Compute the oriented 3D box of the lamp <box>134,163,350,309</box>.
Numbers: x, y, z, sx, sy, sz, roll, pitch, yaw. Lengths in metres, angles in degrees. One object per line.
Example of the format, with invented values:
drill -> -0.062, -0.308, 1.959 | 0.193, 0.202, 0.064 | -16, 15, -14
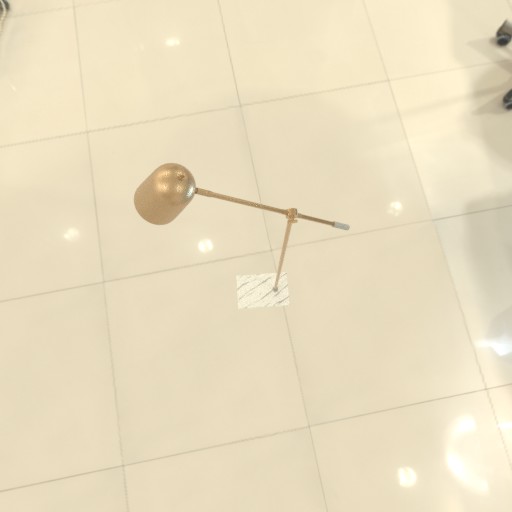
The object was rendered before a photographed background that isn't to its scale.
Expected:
lamp -> 0.000, 0.000, 1.827 | 0.653, 1.594, 0.194 | -4, 75, -1
